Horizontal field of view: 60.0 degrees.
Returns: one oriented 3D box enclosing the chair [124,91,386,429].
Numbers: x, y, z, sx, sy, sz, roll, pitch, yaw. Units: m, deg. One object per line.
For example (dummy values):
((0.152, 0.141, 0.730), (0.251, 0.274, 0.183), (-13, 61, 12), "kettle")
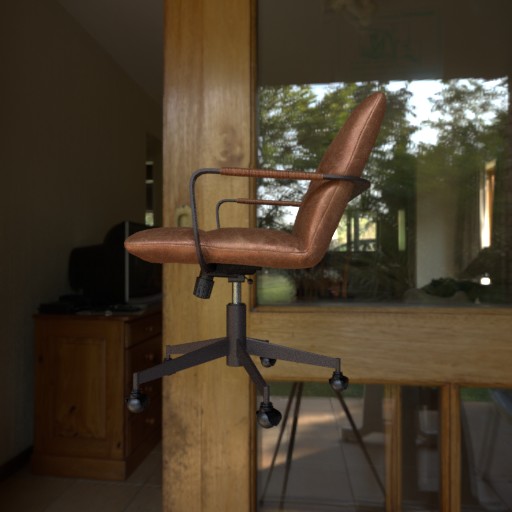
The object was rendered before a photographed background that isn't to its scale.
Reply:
((0.000, 0.000, 1.505), (0.754, 0.922, 0.727), (0, 0, 2), "chair")
